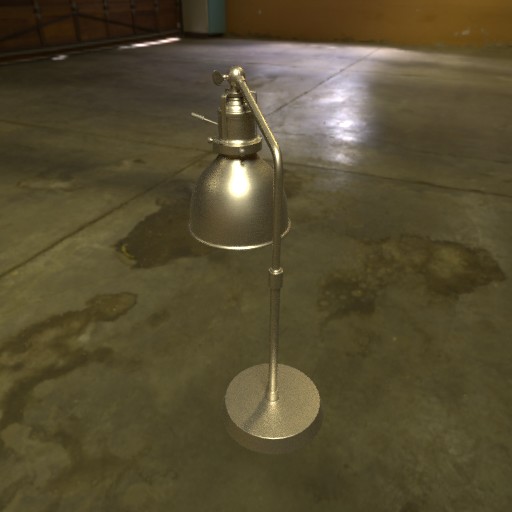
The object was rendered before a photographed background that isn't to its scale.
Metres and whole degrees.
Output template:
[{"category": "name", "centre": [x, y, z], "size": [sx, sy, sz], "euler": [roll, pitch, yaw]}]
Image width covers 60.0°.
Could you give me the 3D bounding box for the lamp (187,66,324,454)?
[{"category": "lamp", "centre": [0.000, 0.000, 0.596], "size": [0.153, 0.456, 0.286], "euler": [-11, 33, -18]}]
